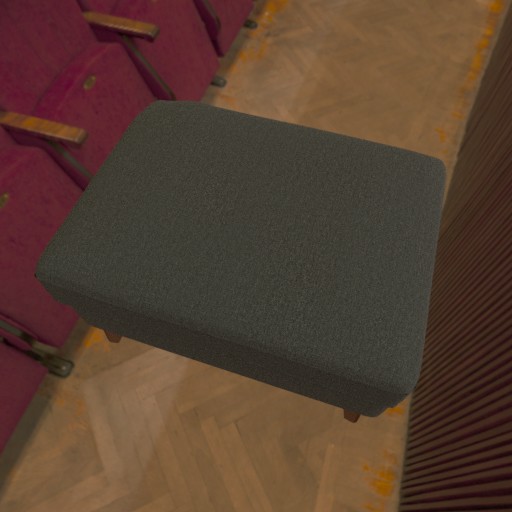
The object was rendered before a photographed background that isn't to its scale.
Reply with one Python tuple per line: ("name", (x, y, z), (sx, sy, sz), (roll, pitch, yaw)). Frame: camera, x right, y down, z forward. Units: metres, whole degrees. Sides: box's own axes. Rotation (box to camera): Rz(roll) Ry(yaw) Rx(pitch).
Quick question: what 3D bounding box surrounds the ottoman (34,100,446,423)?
("ottoman", (0.000, 0.000, 1.205), (0.835, 0.503, 0.629), (16, 60, 9))
